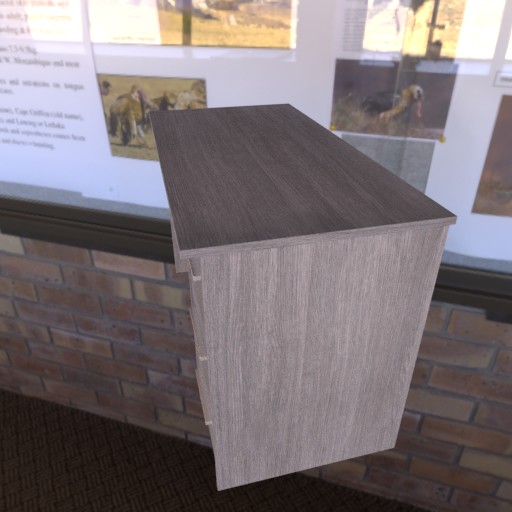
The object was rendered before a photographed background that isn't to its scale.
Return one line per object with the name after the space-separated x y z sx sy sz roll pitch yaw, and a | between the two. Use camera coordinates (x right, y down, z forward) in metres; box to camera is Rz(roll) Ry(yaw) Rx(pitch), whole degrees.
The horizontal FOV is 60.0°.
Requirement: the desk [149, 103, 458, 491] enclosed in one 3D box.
0.000 0.000 1.481 0.560 0.735 1.097 -8 32 -12 | desk
